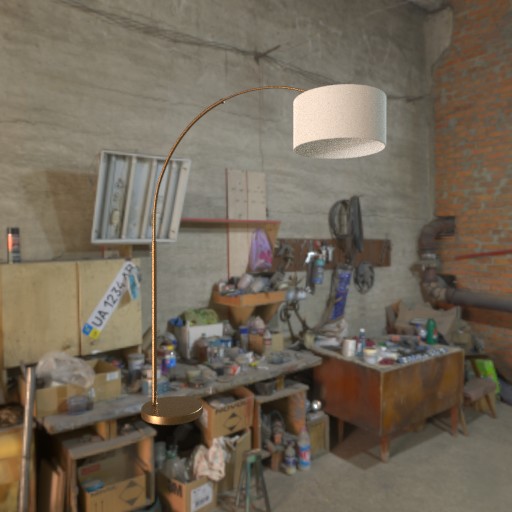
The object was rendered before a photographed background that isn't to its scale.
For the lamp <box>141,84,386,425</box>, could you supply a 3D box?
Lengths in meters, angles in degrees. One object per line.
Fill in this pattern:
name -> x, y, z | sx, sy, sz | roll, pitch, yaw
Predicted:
lamp -> 0.000, 0.000, 2.548 | 1.434, 1.927, 0.493 | 0, 0, 17
